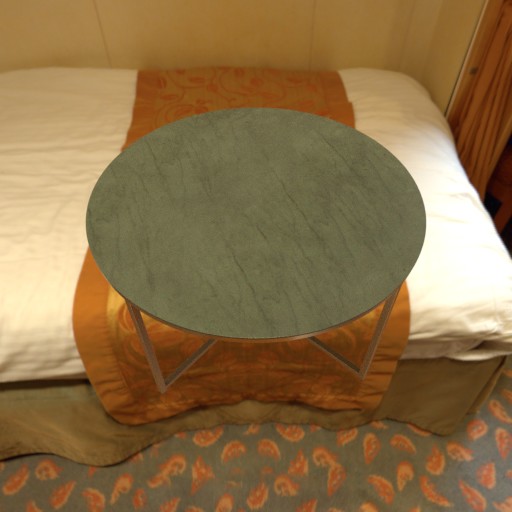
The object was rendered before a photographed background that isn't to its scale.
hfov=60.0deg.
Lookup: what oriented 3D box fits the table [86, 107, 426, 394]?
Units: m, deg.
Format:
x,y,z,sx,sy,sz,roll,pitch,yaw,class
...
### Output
x,y,z,sx,sy,sz,roll,pitch,yaw,class
0.000,0.000,1.242,0.800,0.450,0.800,0,48,0,table
